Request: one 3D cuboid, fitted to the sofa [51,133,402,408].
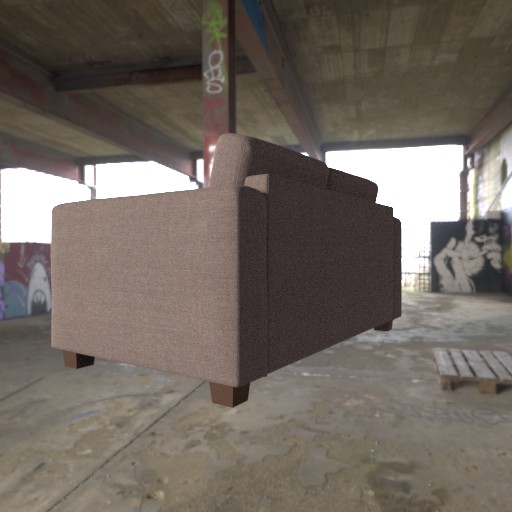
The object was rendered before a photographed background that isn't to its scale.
[{"bbox_3d":[0.000,0.000,2.008,0.900,0.800,1.520,1,1,34],"label":"sofa"}]
